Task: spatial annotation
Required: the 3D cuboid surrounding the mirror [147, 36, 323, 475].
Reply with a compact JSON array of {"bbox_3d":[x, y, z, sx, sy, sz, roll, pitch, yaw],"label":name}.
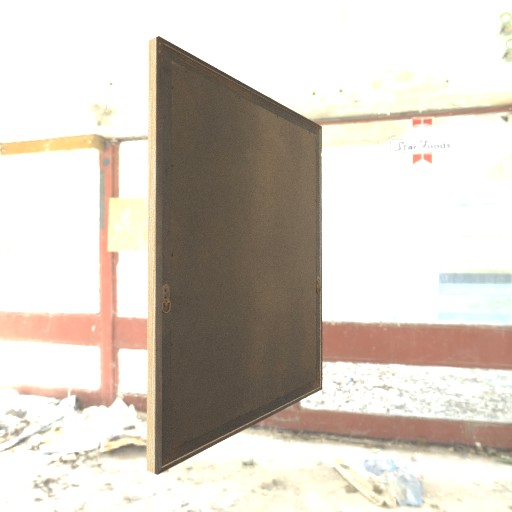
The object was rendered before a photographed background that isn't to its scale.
[{"bbox_3d":[0.000,0.000,1.198,0.032,0.882,0.730,-1,-1,35],"label":"mirror"}]
